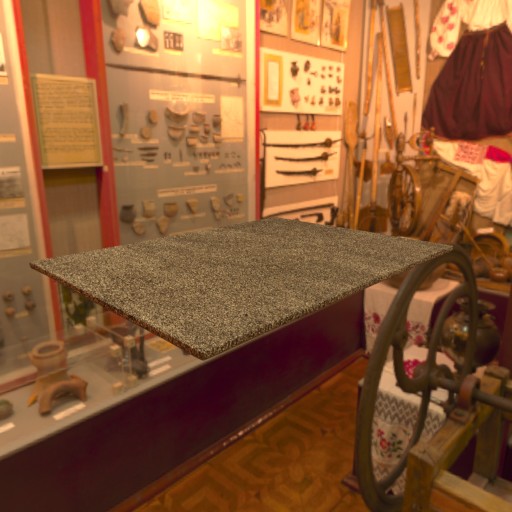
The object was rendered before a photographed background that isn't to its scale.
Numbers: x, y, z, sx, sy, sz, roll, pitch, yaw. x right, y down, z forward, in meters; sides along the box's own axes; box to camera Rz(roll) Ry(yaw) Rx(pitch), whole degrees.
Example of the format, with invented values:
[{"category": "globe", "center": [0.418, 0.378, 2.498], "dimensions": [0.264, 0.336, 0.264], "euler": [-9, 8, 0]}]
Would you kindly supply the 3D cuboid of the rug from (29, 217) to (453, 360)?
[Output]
[{"category": "rug", "center": [0.000, 0.000, 2.074], "dimensions": [1.198, 0.025, 1.601], "euler": [14, 21, 43]}]
